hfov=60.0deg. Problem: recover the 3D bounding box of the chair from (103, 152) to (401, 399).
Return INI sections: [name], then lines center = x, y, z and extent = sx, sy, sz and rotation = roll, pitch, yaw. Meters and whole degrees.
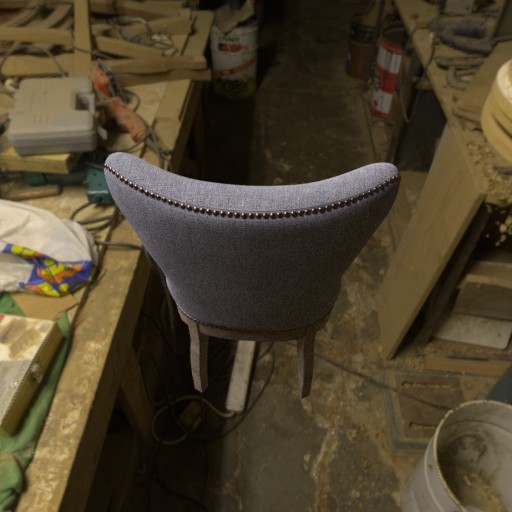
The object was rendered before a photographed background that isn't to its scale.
[chair]
center = 0.000, 0.000, 1.436
extent = 0.654, 1.002, 0.681
rotation = 3, 47, 3
